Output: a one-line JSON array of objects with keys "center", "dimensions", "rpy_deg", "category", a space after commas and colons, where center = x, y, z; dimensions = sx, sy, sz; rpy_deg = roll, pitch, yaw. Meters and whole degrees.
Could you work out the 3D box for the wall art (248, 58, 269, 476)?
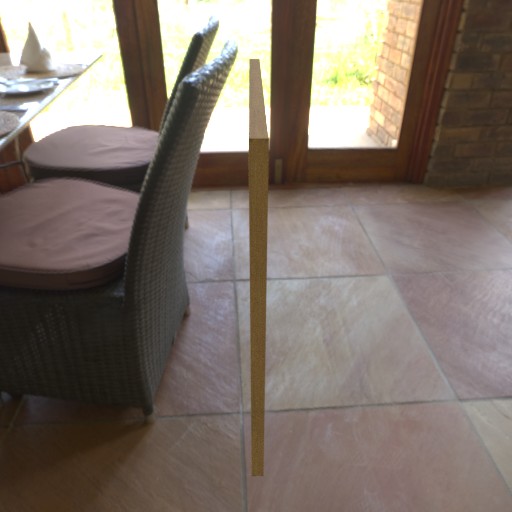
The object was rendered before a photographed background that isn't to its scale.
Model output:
[{"center": [0.000, 0.000, 0.767], "dimensions": [0.020, 0.561, 0.460], "rpy_deg": [0, 33, -1], "category": "wall art"}]
